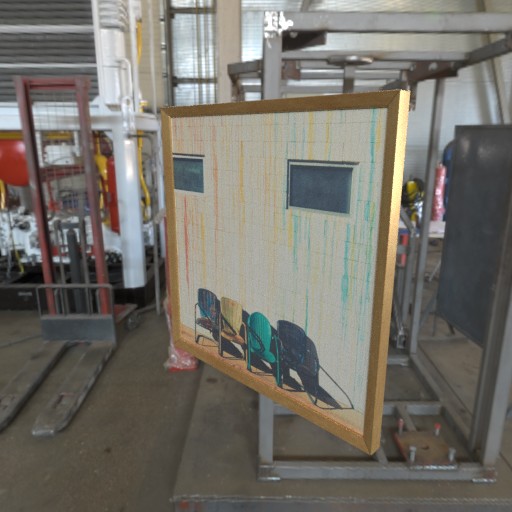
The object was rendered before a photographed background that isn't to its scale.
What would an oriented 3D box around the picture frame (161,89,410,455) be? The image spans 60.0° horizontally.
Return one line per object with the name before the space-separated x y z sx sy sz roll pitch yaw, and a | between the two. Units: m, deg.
picture frame | 0.000 0.000 1.151 0.037 0.761 0.758 -15 21 -43
